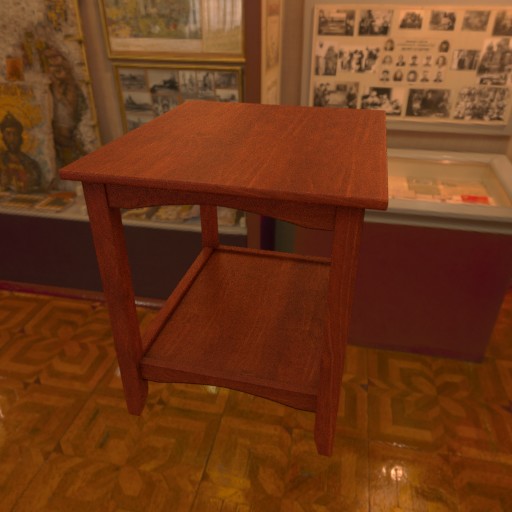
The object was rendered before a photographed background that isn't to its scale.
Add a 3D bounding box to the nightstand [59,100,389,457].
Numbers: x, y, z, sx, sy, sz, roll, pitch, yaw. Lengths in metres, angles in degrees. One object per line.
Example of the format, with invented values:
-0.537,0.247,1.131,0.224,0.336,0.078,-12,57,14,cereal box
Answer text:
0.000,0.000,1.014,0.501,0.558,0.558,7,31,12,nightstand
